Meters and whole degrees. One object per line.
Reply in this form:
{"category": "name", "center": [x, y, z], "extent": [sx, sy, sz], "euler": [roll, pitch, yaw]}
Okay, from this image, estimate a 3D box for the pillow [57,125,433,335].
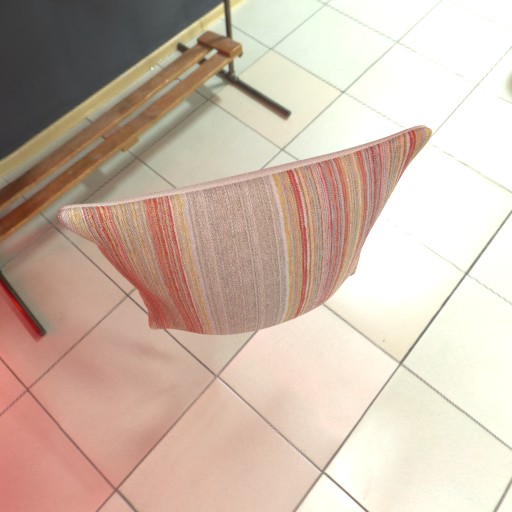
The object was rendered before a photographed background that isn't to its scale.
{"category": "pillow", "center": [0.000, 0.000, 0.705], "extent": [0.451, 0.449, 0.191], "euler": [-15, 65, -7]}
